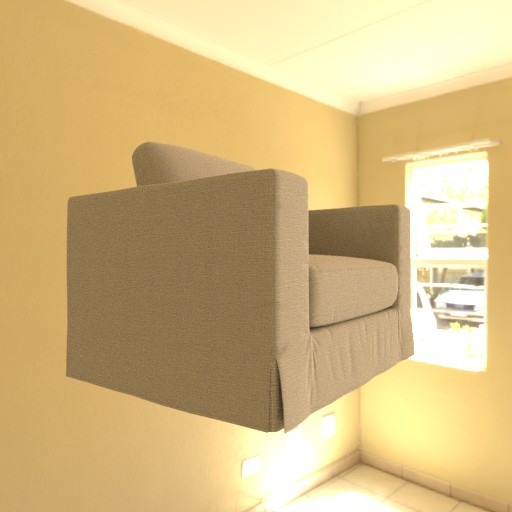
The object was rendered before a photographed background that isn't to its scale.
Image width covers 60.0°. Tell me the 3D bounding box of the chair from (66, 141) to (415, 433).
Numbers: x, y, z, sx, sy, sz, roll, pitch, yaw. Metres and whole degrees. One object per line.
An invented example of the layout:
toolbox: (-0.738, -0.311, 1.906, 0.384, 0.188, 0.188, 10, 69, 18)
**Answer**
chair: (0.000, 0.000, 1.808, 0.957, 0.878, 1.150, 0, 0, 36)
